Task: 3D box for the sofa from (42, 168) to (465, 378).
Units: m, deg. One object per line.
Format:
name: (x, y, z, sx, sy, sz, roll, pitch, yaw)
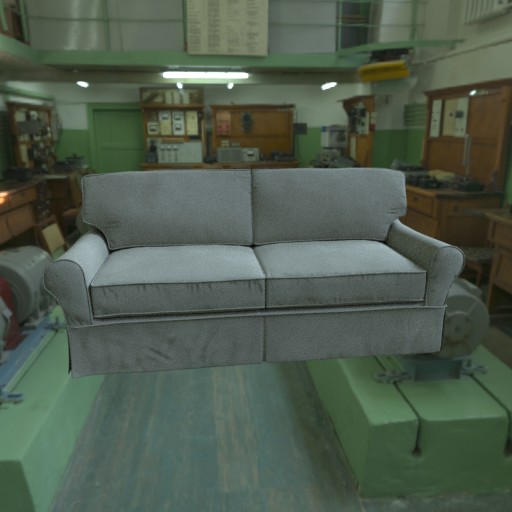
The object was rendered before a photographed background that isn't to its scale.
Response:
sofa: (0.000, 0.000, 2.734, 2.246, 1.014, 0.900, -2, 16, -7)
